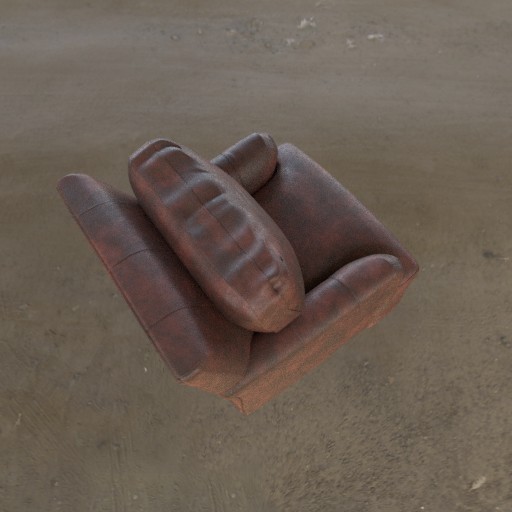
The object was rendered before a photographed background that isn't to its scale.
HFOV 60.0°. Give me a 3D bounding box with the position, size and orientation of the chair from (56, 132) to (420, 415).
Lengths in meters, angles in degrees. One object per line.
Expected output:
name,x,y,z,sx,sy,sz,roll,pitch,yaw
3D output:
chair,0.000,0.000,1.955,1.156,1.051,0.987,-31,64,-18
